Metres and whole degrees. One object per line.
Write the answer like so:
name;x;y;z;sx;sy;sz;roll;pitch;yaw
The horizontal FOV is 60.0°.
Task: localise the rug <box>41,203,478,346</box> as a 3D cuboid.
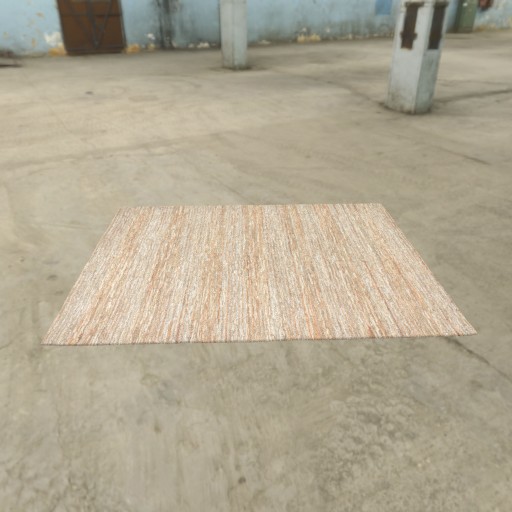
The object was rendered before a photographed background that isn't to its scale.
rug;0.000;0.000;3.948;2.939;0.009;2.313;-1;29;-2
